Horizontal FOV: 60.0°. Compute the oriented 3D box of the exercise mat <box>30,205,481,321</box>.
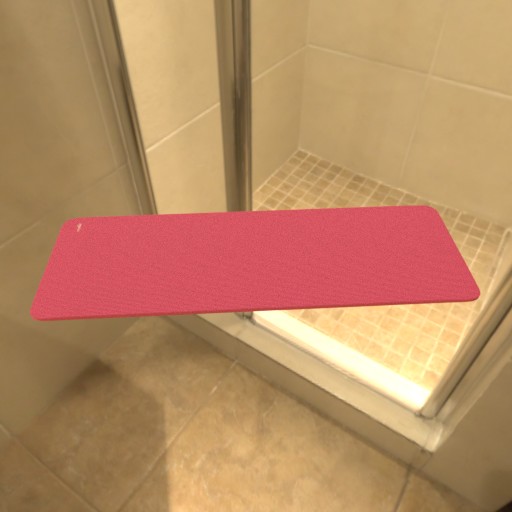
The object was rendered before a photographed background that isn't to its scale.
[{"bbox_3d":[0.000,0.000,2.031,1.884,0.021,0.616,-2,46,-2],"label":"exercise mat"}]
